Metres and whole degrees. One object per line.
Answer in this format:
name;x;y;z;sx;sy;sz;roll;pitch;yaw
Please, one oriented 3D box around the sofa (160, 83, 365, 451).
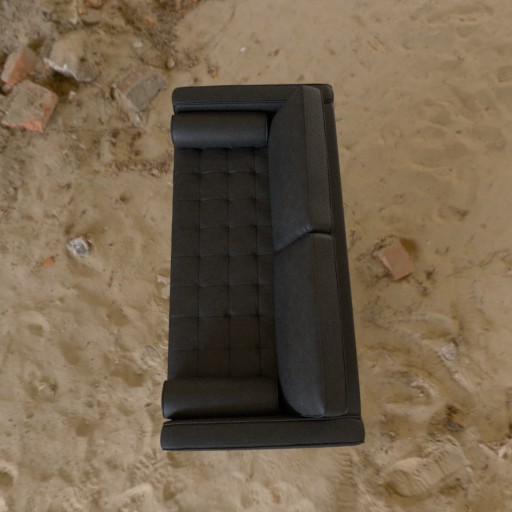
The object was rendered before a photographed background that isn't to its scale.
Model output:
sofa;0.000;0.000;2.354;0.921;0.770;1.879;-1;73;0
